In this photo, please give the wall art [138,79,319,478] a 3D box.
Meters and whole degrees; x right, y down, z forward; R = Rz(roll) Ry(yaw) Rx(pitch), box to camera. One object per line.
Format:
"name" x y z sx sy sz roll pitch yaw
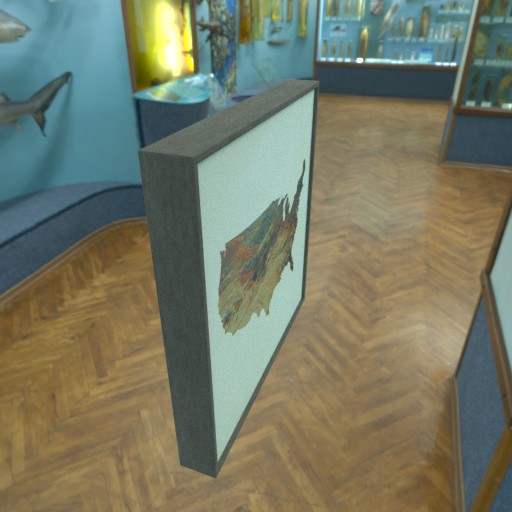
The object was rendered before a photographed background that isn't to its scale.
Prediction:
"wall art" 0.000 0.000 0.460 0.038 0.302 0.303 11 32 18
